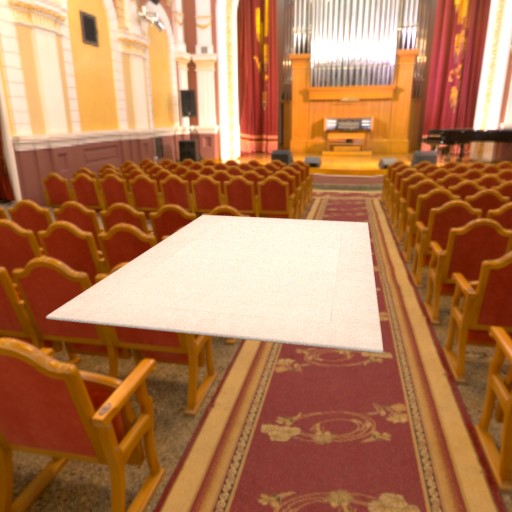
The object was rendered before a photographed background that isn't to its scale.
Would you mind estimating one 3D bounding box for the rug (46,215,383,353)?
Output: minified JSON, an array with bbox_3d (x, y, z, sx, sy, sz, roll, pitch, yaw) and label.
[{"bbox_3d":[0.000,0.000,2.383,1.219,0.013,1.829,4,18,11],"label":"rug"}]
